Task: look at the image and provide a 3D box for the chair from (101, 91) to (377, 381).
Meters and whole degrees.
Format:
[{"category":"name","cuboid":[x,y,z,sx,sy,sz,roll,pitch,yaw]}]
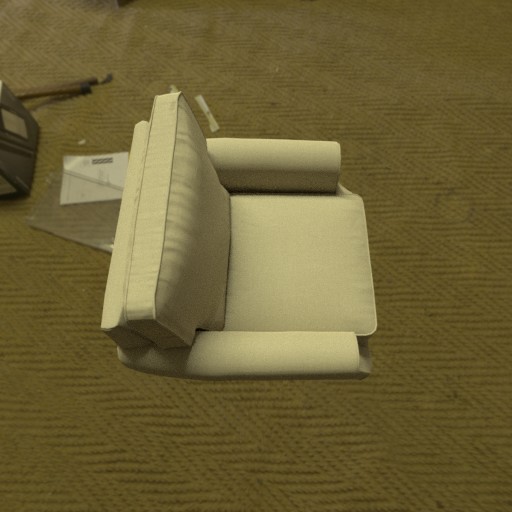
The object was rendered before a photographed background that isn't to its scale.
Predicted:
[{"category":"chair","cuboid":[0.000,0.000,1.803,0.966,0.967,1.029,1,64,0]}]
